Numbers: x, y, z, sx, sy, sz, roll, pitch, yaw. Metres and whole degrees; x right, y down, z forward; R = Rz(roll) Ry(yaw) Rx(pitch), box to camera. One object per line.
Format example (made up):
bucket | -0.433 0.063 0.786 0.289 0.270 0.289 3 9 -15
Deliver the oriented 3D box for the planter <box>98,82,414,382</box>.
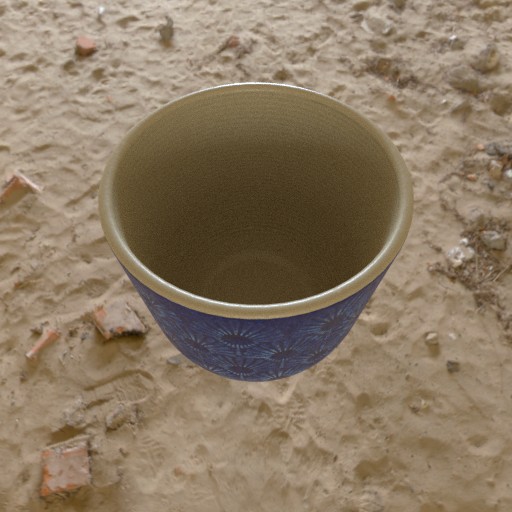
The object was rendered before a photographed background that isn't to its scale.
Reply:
planter | 0.000 0.000 0.372 0.206 0.190 0.206 0 56 0
